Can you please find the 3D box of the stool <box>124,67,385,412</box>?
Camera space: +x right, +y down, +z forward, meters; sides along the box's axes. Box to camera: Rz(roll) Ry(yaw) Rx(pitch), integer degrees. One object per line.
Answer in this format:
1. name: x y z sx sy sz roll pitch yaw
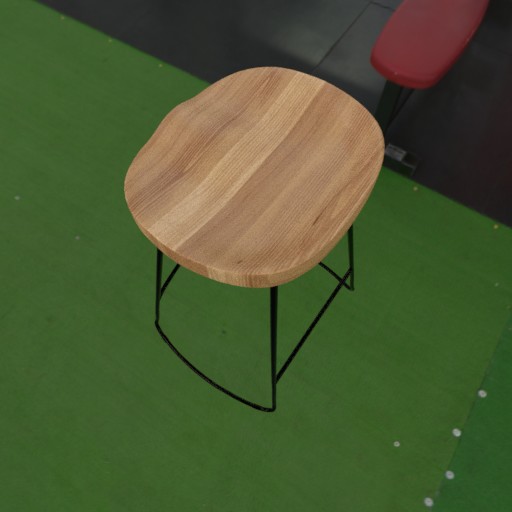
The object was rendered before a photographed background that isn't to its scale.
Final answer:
1. stool: 0.000 0.000 0.965 0.401 0.679 0.480 32 67 15
